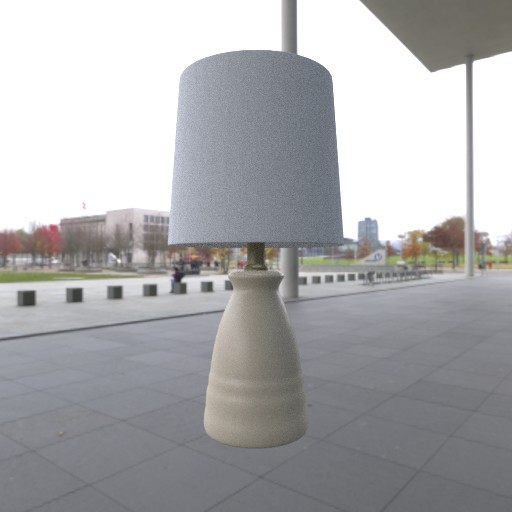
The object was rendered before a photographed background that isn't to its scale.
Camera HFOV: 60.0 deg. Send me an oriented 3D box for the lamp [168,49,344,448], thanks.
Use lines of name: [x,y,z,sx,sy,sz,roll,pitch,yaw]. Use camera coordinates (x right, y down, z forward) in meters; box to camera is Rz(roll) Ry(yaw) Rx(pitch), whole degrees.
lamp: [0.000,0.000,0.477,0.186,0.369,0.186,0,0,0]
